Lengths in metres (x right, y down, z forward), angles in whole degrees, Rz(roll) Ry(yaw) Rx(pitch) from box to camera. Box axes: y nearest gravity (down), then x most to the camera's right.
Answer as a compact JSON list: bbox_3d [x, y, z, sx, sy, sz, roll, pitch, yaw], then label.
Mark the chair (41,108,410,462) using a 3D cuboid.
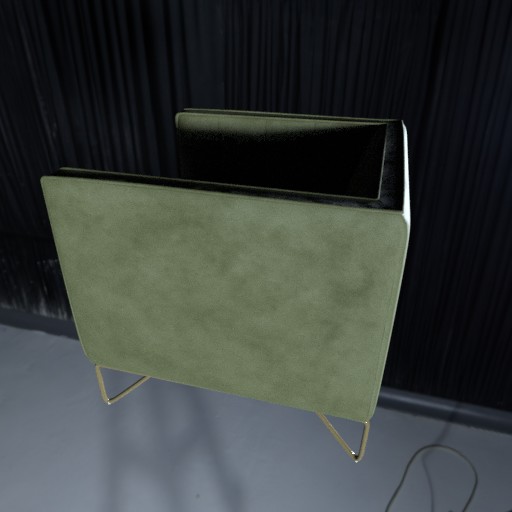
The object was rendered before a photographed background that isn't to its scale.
[{"bbox_3d":[0.000,0.000,1.517,0.894,0.790,0.880,8,30,14],"label":"chair"}]
